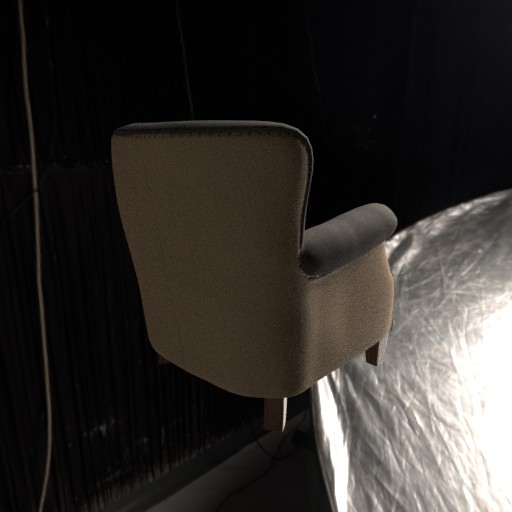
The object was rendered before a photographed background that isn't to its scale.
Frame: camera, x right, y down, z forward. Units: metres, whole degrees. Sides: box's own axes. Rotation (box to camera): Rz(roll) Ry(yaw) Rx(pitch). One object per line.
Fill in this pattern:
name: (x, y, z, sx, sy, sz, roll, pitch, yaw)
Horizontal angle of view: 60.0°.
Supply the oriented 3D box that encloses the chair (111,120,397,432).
chair: (0.000, 0.000, 1.649, 0.921, 0.936, 0.861, -14, 20, -42)
